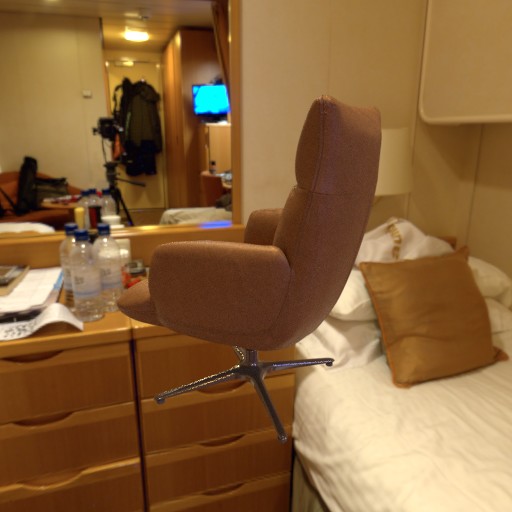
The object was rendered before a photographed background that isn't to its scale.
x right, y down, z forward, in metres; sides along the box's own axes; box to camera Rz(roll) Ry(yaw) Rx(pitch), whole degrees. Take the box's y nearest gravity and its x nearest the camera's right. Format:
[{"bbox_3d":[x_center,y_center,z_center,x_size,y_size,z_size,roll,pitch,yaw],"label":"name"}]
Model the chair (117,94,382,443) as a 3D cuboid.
[{"bbox_3d":[0.000,0.000,1.581,0.794,1.027,0.711,7,17,24],"label":"chair"}]
